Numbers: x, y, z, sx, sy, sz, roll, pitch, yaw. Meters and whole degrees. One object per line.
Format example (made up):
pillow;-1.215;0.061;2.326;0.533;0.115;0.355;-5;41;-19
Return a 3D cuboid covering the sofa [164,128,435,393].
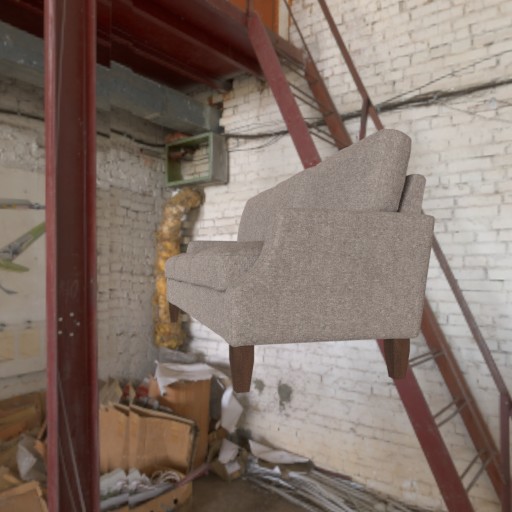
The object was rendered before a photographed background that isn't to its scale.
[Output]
sofa;0.000;0.000;2.599;0.888;0.984;2.115;0;-2;-17
